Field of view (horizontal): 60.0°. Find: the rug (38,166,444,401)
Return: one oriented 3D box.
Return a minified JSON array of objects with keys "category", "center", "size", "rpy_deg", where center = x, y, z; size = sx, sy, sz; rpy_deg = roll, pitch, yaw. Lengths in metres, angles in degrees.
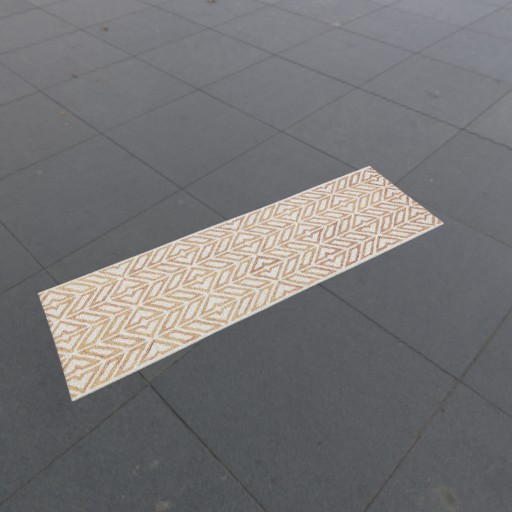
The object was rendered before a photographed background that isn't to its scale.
[{"category":"rug","center":[0.000,0.000,2.719],"size":[2.435,0.009,0.750],"rpy_deg":[-23,51,-20]}]
